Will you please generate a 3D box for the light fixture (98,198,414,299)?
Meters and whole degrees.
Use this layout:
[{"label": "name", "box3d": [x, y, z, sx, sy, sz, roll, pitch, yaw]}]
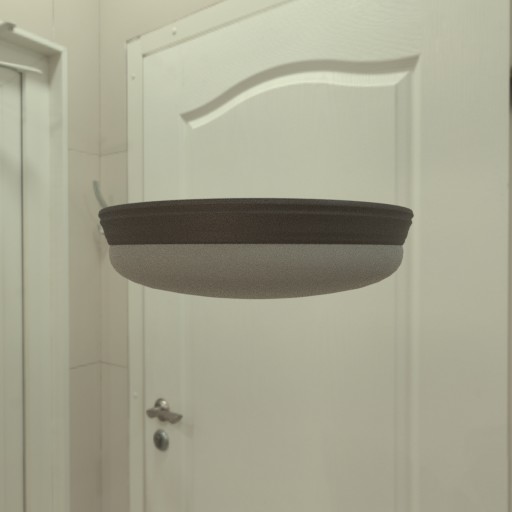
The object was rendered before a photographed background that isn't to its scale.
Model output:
[{"label": "light fixture", "box3d": [0.000, 0.000, 0.549, 0.368, 0.100, 0.368, 0, 1, 0]}]
